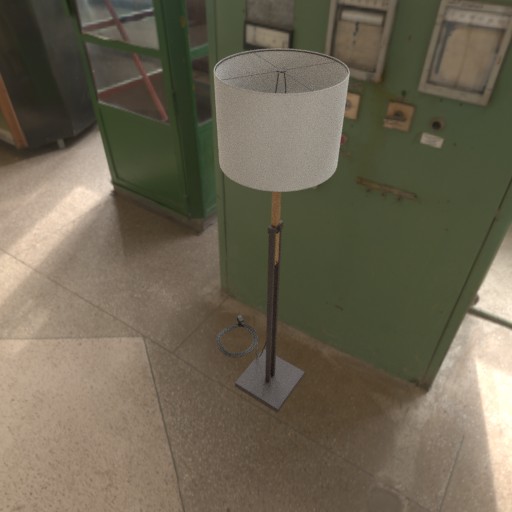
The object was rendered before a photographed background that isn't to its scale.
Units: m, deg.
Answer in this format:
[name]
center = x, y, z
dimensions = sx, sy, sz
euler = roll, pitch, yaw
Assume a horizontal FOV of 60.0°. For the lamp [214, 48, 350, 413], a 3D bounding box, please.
[lamp]
center = 0.000, 0.000, 1.943
dimensions = 0.639, 1.650, 0.474
euler = 24, 46, 26
